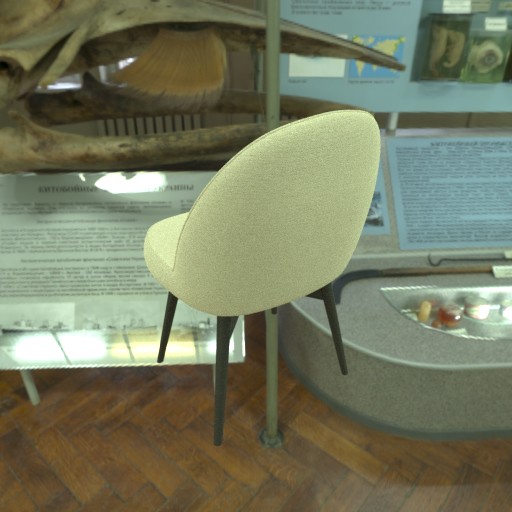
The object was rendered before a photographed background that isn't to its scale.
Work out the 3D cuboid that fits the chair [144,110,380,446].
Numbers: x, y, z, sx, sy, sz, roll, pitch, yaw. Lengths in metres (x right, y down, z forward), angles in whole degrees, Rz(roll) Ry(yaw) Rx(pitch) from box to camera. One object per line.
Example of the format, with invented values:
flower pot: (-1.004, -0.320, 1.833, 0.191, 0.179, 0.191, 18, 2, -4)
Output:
chair: (0.000, 0.000, 1.189, 0.532, 0.838, 0.540, -19, 35, -29)
